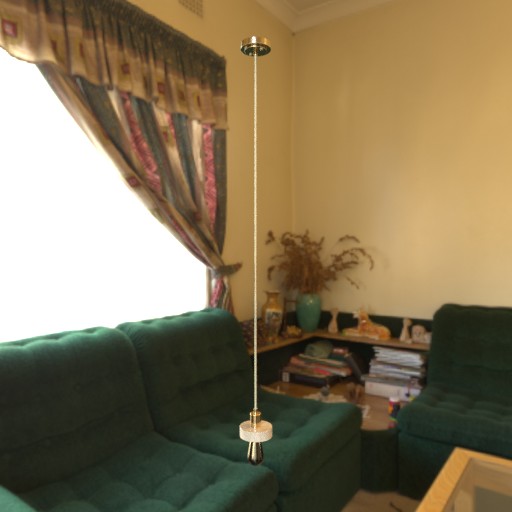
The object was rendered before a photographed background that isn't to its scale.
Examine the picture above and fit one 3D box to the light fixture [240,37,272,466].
[{"bbox_3d":[0.000,0.000,1.754,0.129,1.669,0.129,0,1,19],"label":"light fixture"}]
